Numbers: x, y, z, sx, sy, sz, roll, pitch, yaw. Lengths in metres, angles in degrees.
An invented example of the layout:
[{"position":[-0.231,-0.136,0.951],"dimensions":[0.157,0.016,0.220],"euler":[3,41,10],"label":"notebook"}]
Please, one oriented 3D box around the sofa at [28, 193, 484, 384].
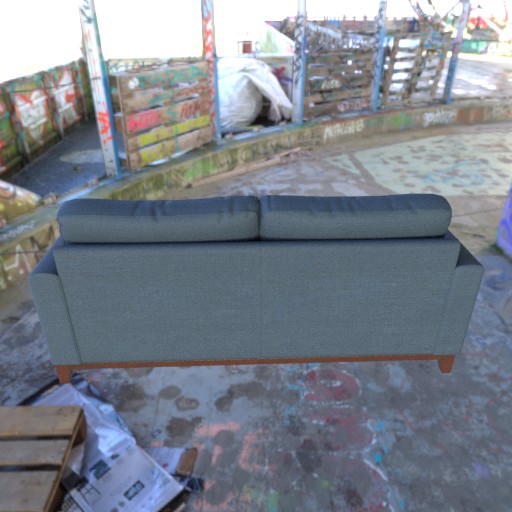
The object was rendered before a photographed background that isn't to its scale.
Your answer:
[{"position":[0.000,0.000,2.284],"dimensions":[1.900,0.865,0.877],"euler":[-1,29,-2],"label":"sofa"}]
